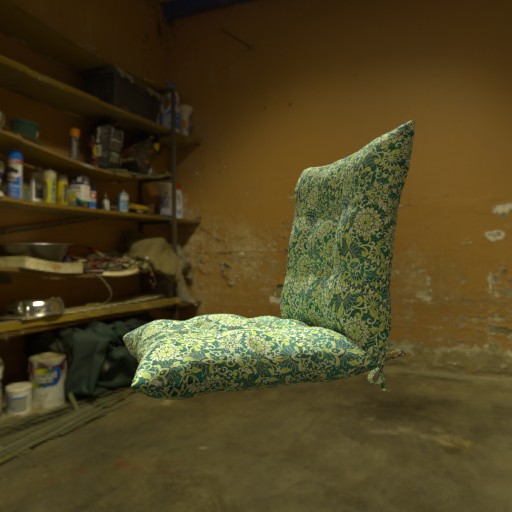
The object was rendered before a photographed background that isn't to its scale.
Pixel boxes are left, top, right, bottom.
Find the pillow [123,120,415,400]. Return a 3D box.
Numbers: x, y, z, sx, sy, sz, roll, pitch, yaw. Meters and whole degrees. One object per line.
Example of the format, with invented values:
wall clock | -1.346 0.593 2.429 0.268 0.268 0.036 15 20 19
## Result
pillow | 0.000 0.000 1.033 0.585 0.536 0.541 0 -1 -19
